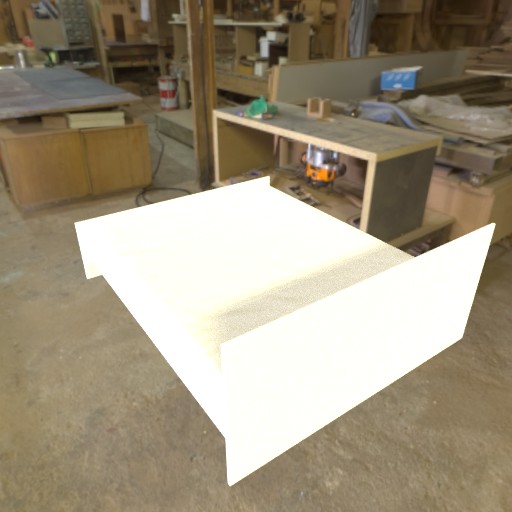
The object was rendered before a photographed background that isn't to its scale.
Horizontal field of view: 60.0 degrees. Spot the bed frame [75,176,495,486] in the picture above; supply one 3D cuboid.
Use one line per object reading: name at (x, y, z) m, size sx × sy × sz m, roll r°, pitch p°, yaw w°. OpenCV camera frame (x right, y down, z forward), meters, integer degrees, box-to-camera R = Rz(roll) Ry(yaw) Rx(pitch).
bed frame at (0.000, 0.000, 2.897) m, size 1.720 × 0.800 × 2.060 m, roll -19°, pitch 35°, yaw -30°
